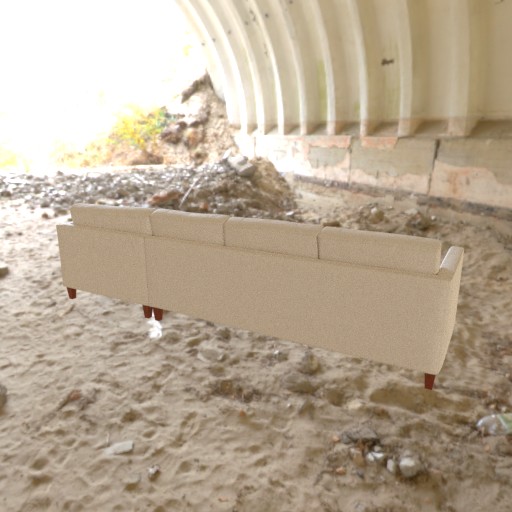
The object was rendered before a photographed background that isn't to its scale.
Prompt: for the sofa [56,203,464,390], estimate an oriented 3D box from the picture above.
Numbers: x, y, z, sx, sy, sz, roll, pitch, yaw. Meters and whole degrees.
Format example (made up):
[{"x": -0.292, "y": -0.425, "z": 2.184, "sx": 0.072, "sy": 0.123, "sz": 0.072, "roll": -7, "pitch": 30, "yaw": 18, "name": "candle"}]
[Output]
[{"x": 0.000, "y": 0.000, "z": 4.104, "sx": 3.471, "sy": 0.954, "sz": 1.606, "roll": 8, "pitch": 17, "yaw": 28, "name": "sofa"}]
